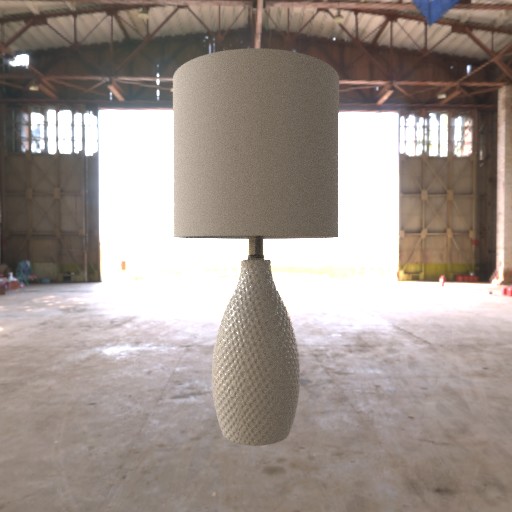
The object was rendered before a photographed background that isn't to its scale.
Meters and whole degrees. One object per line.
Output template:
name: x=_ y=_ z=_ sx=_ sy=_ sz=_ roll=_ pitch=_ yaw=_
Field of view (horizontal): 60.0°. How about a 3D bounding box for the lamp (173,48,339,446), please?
lamp: x=0.000 y=0.000 z=0.586 sx=0.214 sy=0.466 sz=0.214 roll=0 pitch=1 yaw=18
